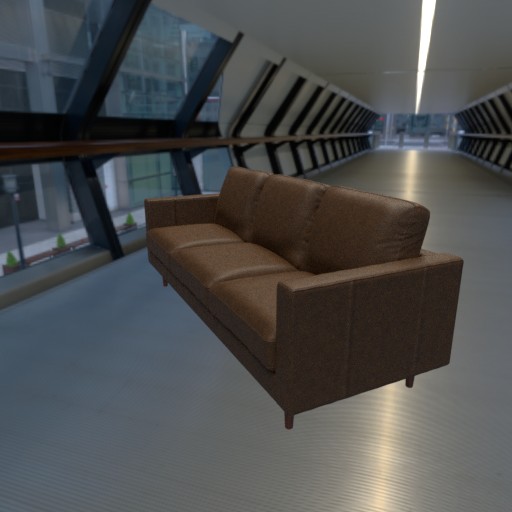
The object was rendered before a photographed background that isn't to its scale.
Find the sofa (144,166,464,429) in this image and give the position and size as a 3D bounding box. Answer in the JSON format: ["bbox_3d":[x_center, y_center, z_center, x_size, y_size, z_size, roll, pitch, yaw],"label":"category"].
[{"bbox_3d":[0.000,0.000,2.739,0.903,0.930,2.231,-8,18,-25],"label":"sofa"}]
